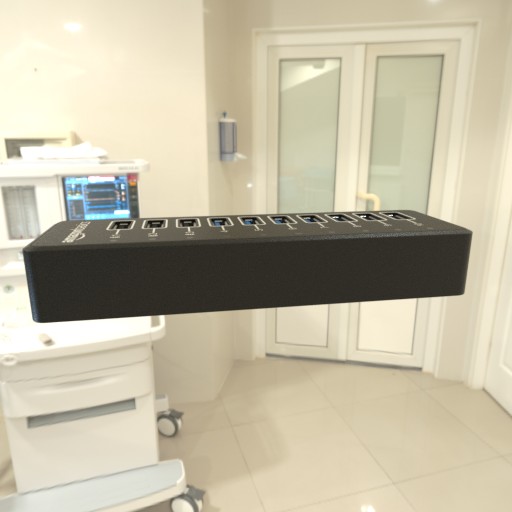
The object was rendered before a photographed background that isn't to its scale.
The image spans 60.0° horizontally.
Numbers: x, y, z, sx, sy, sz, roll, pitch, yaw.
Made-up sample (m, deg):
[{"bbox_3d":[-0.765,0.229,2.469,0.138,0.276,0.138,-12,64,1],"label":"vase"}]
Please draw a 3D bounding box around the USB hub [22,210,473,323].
[{"bbox_3d":[0.000,0.000,0.161,0.145,0.023,0.044,-3,16,-9],"label":"USB hub"}]
